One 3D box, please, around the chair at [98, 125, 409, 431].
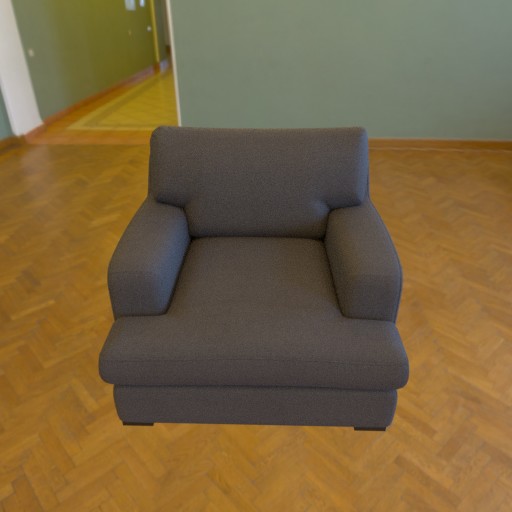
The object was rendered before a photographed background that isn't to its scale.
[{"bbox_3d":[0.000,0.000,1.945,1.168,0.940,1.143,1,30,1],"label":"chair"}]
